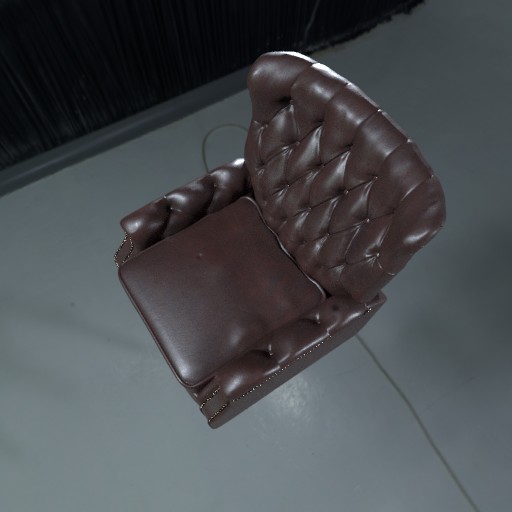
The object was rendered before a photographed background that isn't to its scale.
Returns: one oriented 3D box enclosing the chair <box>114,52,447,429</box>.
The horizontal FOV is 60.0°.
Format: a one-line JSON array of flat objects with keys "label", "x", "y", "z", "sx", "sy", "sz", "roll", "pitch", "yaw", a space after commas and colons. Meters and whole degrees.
[{"label": "chair", "x": 0.000, "y": 0.000, "z": 1.441, "sx": 0.823, "sy": 0.864, "sz": 0.709, "roll": -31, "pitch": 67, "yaw": -14}]
